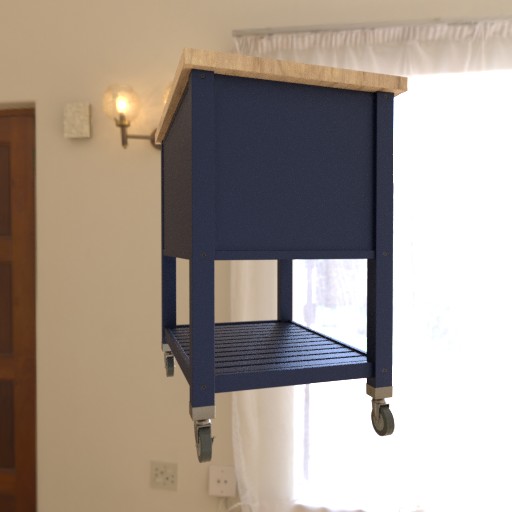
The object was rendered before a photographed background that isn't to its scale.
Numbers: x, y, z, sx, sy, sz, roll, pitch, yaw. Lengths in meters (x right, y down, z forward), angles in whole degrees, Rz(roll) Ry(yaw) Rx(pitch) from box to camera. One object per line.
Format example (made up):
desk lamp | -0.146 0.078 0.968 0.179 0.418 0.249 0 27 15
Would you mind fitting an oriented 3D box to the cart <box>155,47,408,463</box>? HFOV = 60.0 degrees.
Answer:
cart | 0.000 0.000 1.421 0.567 0.920 0.797 0 1 -17
